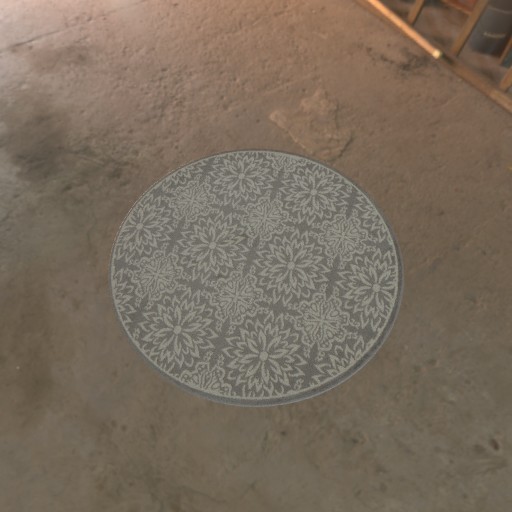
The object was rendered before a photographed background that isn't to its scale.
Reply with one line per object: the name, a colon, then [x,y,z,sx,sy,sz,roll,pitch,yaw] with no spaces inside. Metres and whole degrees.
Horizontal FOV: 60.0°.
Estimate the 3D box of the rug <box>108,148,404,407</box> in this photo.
rug: [0.000,0.000,2.422,1.593,0.012,1.593,0,59,0]
